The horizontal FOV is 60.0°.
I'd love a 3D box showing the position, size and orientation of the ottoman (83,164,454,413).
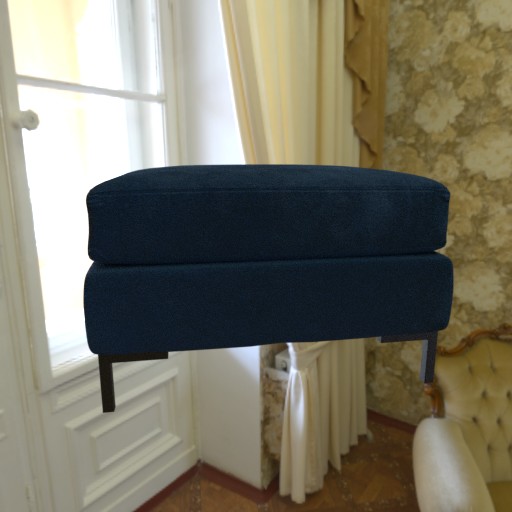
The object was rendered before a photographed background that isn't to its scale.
[{"bbox_3d":[0.000,0.000,1.203,0.794,0.485,0.655,-2,13,-9],"label":"ottoman"}]
